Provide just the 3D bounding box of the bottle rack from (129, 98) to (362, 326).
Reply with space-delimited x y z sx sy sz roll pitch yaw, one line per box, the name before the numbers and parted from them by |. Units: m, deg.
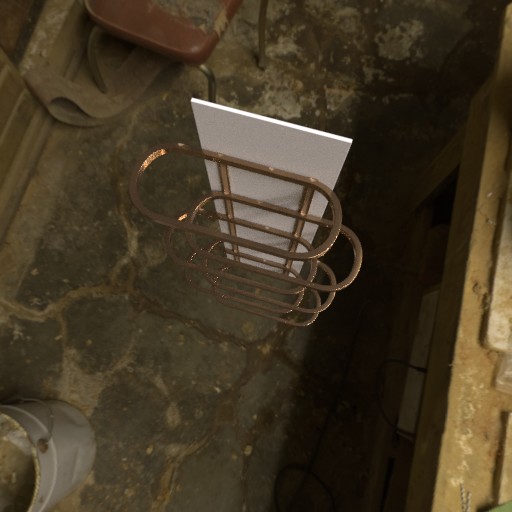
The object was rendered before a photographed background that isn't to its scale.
bottle rack | 0.000 0.000 0.808 0.332 0.709 0.118 16 75 4
